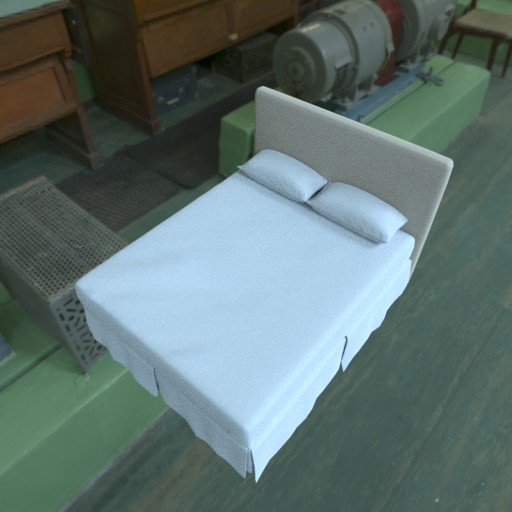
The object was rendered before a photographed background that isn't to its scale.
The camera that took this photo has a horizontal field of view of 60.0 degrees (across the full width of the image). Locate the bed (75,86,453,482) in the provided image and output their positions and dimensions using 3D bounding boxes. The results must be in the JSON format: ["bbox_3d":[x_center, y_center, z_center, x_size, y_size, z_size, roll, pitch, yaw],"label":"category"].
[{"bbox_3d":[0.000,0.000,3.227,1.748,1.330,2.142,32,54,26],"label":"bed"}]
